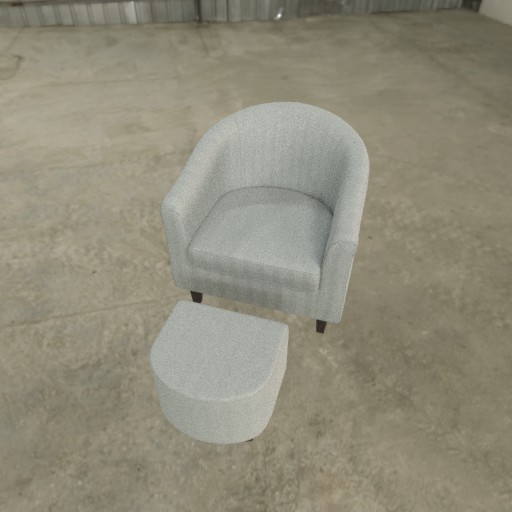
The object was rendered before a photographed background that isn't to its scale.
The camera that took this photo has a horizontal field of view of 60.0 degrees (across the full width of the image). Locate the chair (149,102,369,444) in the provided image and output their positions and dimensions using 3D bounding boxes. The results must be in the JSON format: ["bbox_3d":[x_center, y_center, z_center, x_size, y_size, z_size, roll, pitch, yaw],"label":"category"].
[{"bbox_3d":[0.000,0.000,1.758,0.756,0.757,1.288,11,43,13],"label":"chair"}]
